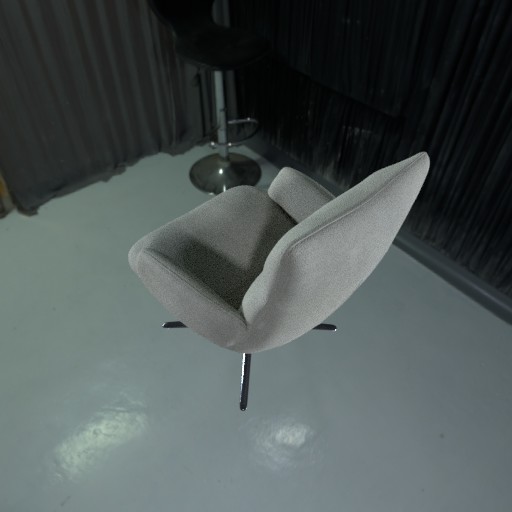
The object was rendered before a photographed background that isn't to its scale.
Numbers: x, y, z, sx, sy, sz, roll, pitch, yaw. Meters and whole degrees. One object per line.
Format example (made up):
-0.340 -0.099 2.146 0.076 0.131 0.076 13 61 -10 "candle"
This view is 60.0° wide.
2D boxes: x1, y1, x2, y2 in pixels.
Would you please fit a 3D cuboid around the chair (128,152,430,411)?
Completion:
0.000 0.000 1.599 0.711 1.016 0.889 -34 55 -28 "chair"
